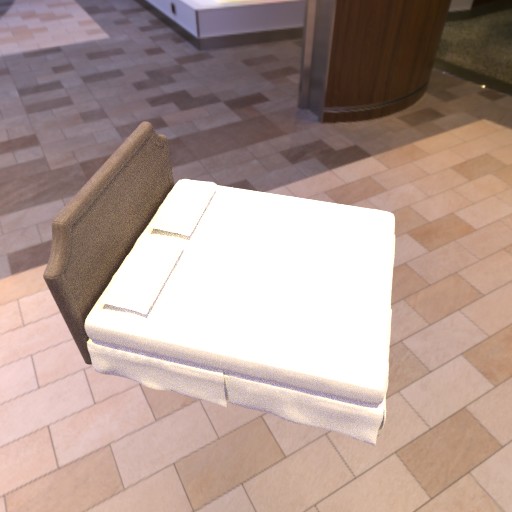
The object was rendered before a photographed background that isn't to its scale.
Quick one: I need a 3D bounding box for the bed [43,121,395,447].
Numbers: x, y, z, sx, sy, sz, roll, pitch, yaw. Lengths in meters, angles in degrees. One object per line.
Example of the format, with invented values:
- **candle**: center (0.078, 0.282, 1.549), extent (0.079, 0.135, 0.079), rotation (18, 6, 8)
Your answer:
- **bed**: center (0.000, 0.000, 4.186), extent (2.773, 1.590, 2.350), rotation (10, 45, 10)
